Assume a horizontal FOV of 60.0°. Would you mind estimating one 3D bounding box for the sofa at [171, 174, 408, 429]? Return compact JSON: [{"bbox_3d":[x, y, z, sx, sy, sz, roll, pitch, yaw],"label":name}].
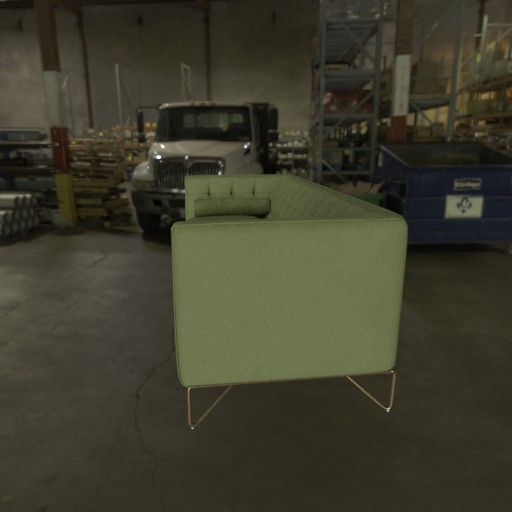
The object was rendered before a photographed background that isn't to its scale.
[{"bbox_3d":[0.000,0.000,2.590,0.867,0.789,2.087,-2,15,-7],"label":"sofa"}]
